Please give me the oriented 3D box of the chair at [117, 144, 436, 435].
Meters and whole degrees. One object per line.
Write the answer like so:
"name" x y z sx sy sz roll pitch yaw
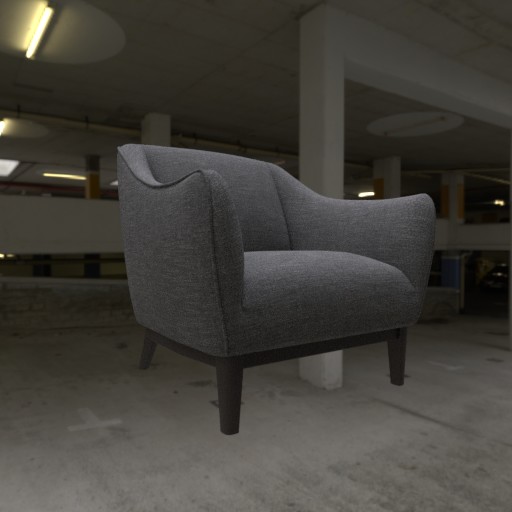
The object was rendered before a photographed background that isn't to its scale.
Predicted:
"chair" 0.000 0.000 1.527 0.870 0.829 0.851 -1 2 -35
